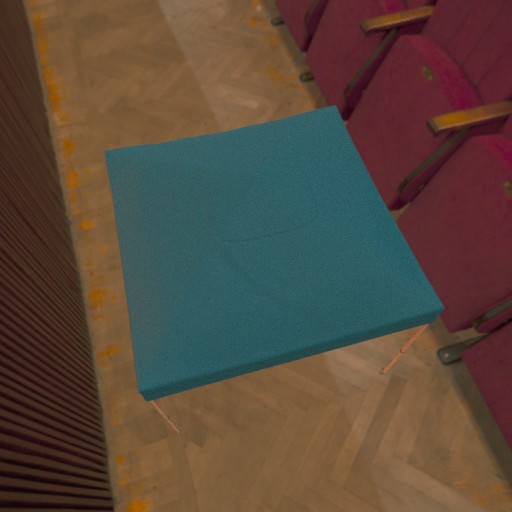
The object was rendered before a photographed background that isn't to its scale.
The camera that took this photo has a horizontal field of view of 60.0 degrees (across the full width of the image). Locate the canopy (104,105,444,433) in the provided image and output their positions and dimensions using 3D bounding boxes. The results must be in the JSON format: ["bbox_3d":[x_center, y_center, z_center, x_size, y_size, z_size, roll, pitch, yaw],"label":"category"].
[{"bbox_3d":[0.000,0.000,5.455,2.996,2.997,2.998,-14,60,-8],"label":"canopy"}]
